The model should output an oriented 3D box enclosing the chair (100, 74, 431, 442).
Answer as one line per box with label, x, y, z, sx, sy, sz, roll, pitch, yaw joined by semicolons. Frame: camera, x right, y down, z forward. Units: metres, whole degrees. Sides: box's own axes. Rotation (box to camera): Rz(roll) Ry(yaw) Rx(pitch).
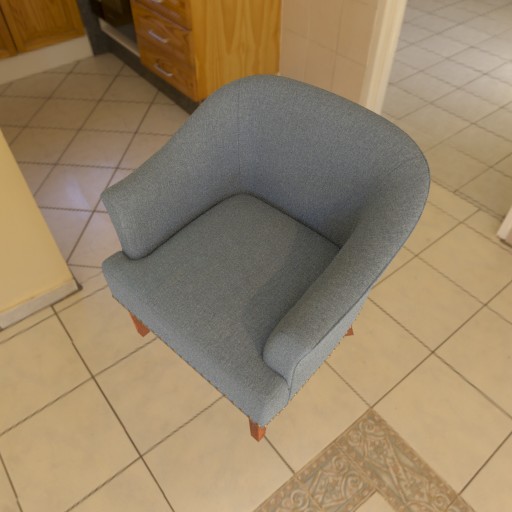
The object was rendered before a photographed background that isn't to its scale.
chair;0.000;0.000;1.399;0.798;0.815;0.704;33;56;26
